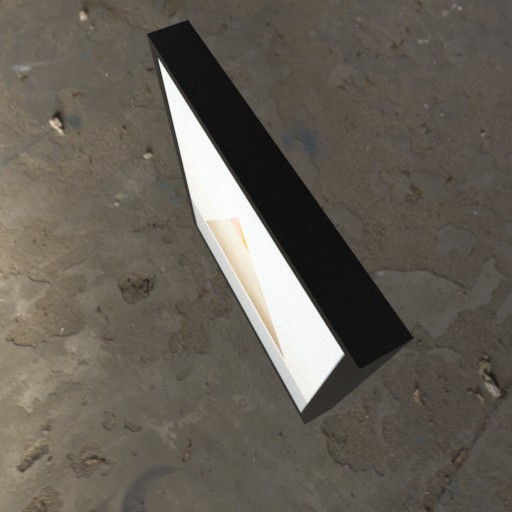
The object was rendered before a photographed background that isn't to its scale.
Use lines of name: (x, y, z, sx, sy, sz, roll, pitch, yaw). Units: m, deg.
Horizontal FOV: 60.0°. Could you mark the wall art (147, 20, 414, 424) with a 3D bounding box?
wall art: (0.000, 0.000, 0.438, 0.037, 0.303, 0.304, -26, 67, -12)
